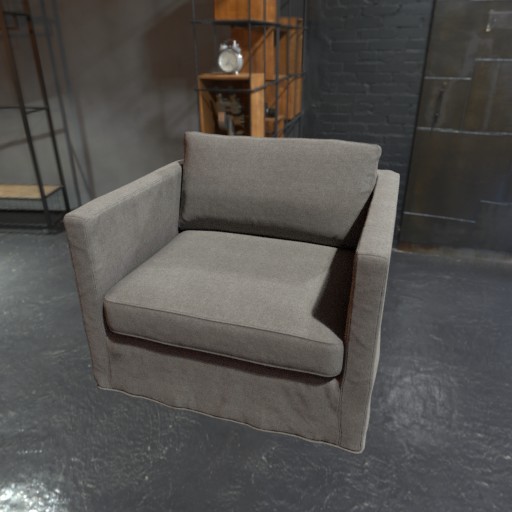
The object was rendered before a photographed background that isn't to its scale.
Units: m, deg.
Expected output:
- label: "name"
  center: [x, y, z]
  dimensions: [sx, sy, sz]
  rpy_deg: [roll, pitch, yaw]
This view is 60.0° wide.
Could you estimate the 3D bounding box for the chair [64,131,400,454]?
- label: "chair"
  center: [0.000, 0.000, 1.787]
  dimensions: [1.057, 0.863, 0.949]
  rpy_deg: [8, 27, 16]
